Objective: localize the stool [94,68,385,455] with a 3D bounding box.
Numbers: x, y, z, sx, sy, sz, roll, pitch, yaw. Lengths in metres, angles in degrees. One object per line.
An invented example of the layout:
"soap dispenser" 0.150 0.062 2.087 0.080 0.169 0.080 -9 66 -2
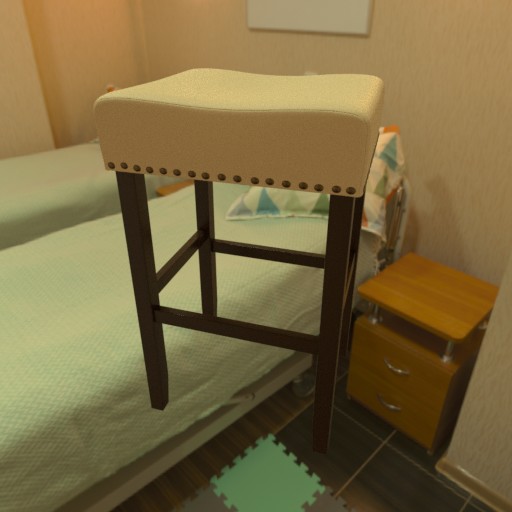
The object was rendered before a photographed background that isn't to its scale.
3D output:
"stool" 0.000 0.000 1.032 0.471 0.762 0.401 9 30 15
